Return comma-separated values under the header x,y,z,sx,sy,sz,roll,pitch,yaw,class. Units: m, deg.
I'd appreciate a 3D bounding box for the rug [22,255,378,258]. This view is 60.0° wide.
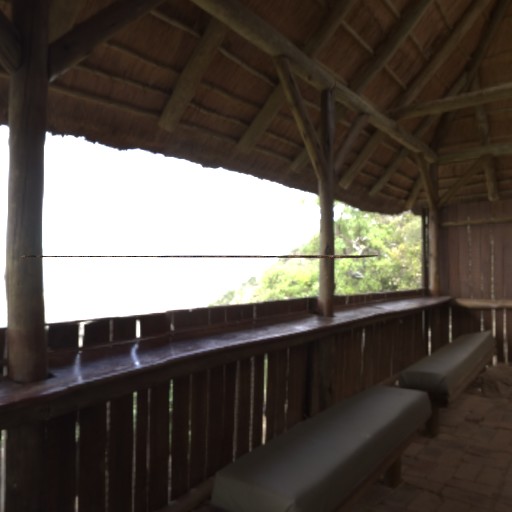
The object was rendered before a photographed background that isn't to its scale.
x,y,z,sx,sy,sz,roll,pitch,yaw,class
0.000,0.000,2.987,1.516,0.010,2.434,0,0,17,rug
